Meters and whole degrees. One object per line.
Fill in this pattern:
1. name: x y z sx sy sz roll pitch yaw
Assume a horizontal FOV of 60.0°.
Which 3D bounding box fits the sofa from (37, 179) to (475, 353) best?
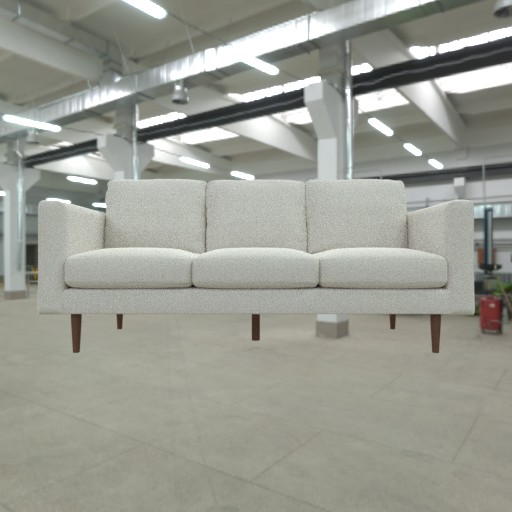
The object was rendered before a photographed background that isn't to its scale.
1. sofa: 0.000 0.000 2.407 2.029 0.912 0.802 0 0 0
